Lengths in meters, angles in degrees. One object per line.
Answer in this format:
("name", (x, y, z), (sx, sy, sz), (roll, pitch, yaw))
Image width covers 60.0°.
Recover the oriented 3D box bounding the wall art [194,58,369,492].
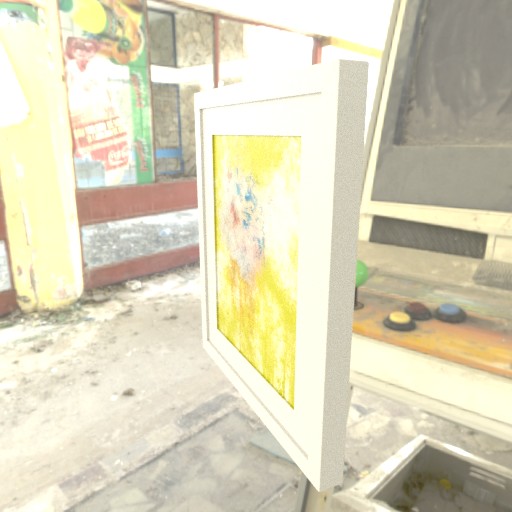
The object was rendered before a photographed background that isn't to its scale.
("wall art", (0.000, 0.000, 0.518), (0.028, 0.381, 0.331), (-7, 17, -25))
